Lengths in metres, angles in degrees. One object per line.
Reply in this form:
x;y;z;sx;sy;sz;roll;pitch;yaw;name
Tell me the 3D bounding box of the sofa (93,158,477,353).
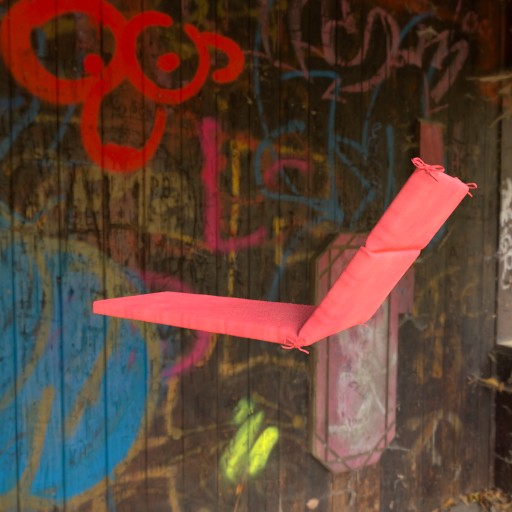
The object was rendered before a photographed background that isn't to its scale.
0.000;0.000;1.943;1.663;0.622;0.582;2;3;35;sofa
